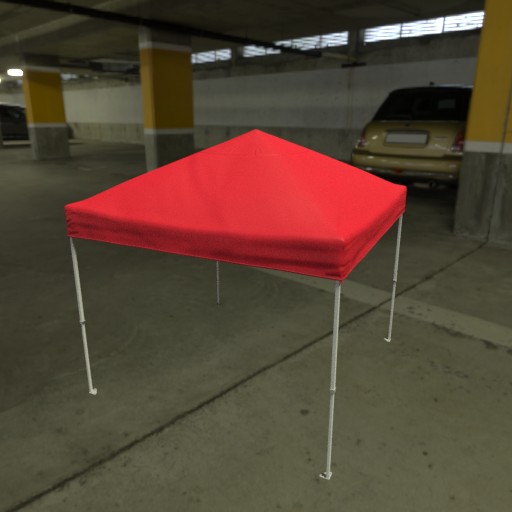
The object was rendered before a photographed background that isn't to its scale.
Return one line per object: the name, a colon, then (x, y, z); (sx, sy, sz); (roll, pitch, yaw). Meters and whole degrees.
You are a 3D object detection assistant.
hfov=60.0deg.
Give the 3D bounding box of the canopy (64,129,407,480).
canopy: (0.000, 0.000, 5.452); (2.996, 2.997, 2.998); (9, 19, 25)
